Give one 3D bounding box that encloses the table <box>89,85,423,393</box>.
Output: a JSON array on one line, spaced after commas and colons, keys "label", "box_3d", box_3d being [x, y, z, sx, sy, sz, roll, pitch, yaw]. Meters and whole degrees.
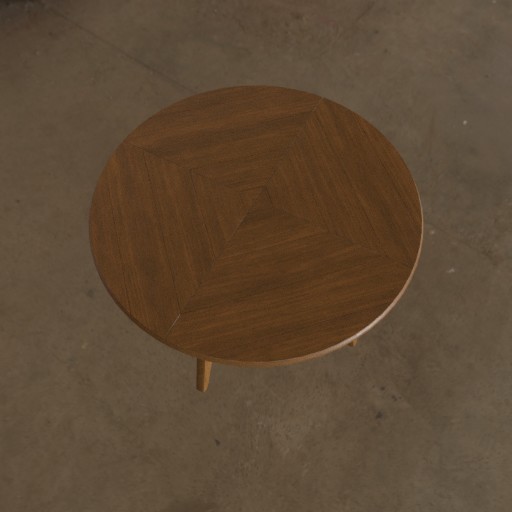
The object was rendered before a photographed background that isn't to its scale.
[{"label": "table", "box_3d": [0.000, 0.000, 1.739, 1.055, 0.757, 1.055, 0, 62, 0]}]
